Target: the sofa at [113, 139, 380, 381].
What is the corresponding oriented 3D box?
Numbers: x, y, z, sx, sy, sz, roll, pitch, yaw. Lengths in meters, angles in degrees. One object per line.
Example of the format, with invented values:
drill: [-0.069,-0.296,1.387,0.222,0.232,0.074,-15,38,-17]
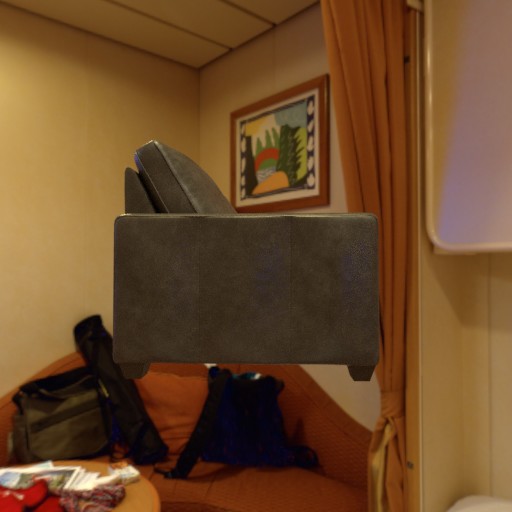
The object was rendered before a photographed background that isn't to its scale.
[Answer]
sofa: [0.000,0.000,2.561,0.939,0.916,2.081,0,-1,2]
